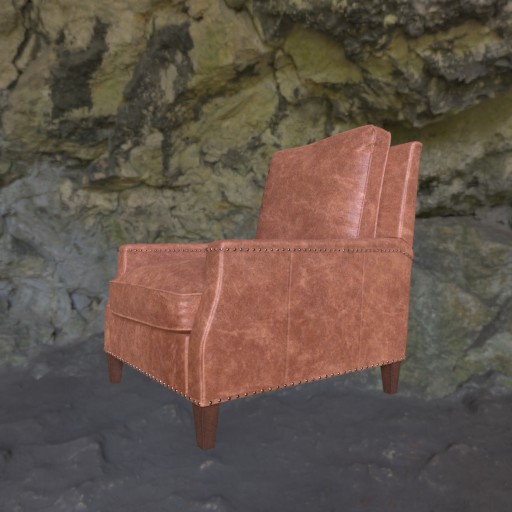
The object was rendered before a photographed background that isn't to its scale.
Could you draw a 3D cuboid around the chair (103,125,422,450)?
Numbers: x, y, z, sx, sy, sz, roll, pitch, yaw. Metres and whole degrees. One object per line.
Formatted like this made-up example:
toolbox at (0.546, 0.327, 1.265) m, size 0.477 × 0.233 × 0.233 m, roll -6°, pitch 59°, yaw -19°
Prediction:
chair at (0.000, 0.000, 1.802) m, size 1.035 × 1.054 × 0.854 m, roll 0°, pitch 1°, yaw -36°
